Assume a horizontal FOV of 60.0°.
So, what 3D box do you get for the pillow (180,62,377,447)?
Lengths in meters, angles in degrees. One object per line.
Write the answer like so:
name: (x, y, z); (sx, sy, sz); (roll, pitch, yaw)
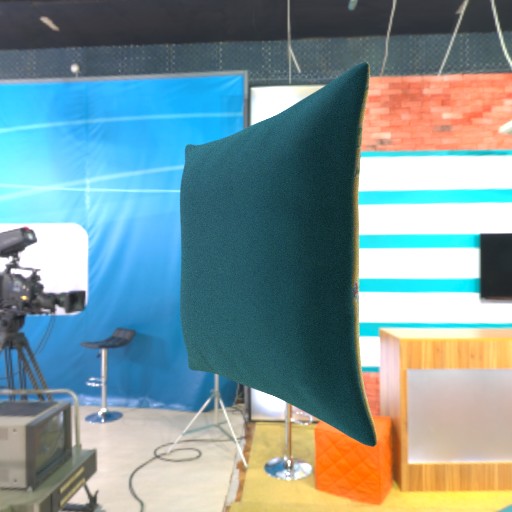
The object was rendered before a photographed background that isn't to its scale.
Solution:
pillow: (0.000, 0.000, 0.793); (0.166, 0.508, 0.525); (1, -1, -36)
